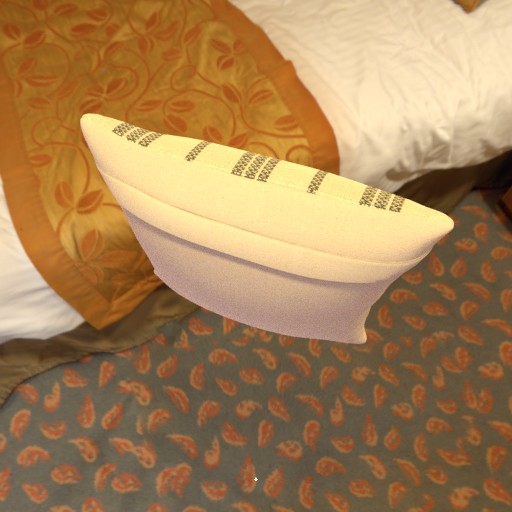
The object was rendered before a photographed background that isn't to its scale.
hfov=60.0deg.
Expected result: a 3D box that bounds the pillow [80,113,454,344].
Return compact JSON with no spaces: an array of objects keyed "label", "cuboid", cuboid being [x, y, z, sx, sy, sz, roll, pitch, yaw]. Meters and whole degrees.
[{"label":"pillow","cuboid":[0.000,0.000,0.627,0.405,0.406,0.173,18,65,9]}]
